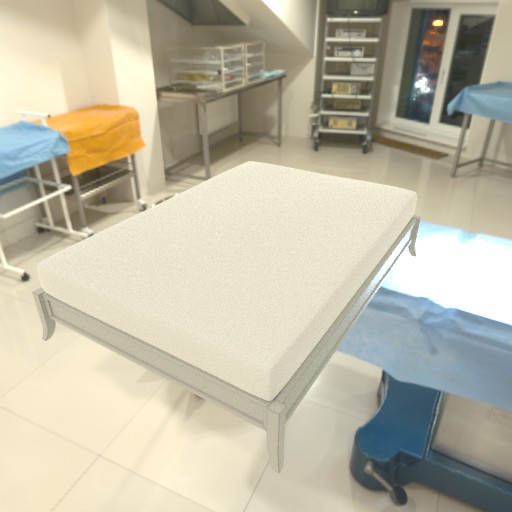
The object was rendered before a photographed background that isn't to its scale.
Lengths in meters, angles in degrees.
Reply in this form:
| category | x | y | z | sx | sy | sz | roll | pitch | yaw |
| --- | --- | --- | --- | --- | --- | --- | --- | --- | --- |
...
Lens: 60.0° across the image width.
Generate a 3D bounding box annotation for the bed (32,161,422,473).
| category | x | y | z | sx | sy | sz | roll | pitch | yaw |
| --- | --- | --- | --- | --- | --- | --- | --- | --- | --- |
| bed | 0.000 | 0.000 | 2.637 | 1.460 | 0.510 | 1.985 | 17 | 34 | 27 |
